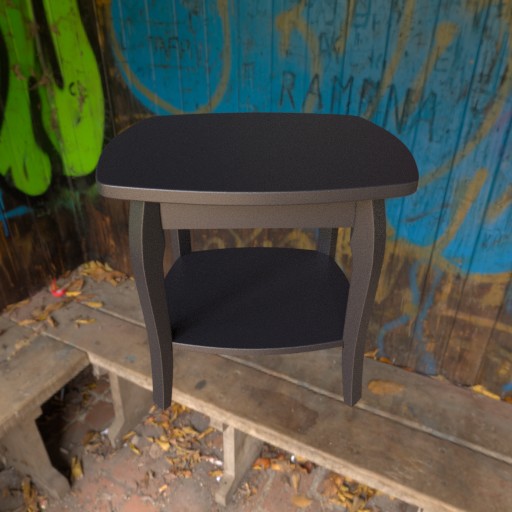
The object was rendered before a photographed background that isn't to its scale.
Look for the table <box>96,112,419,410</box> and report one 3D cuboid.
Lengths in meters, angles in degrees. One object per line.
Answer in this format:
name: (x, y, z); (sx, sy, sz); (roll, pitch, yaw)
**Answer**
table: (0.000, 0.000, 0.880); (0.508, 0.457, 0.457); (-1, 30, -1)
